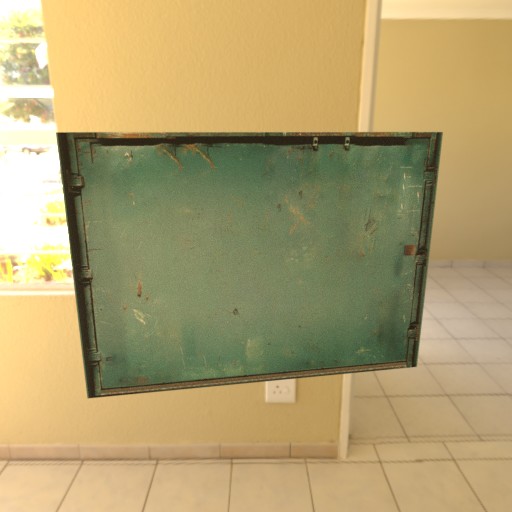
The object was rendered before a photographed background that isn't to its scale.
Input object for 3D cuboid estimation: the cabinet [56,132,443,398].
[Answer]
[{"bbox_3d":[0.000,0.000,4.009,3.001,2.160,0.680,-3,16,-10],"label":"cabinet"}]
